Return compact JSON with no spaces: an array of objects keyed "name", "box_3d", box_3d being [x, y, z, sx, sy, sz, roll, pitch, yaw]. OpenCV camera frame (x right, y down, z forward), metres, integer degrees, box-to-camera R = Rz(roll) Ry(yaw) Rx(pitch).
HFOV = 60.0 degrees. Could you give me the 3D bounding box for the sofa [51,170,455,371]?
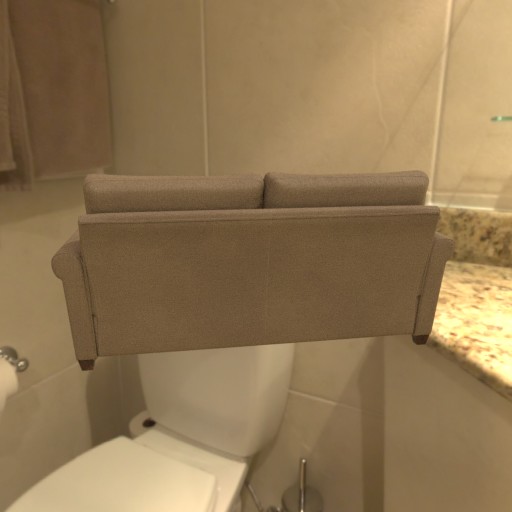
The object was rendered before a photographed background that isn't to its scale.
[{"name":"sofa","box_3d":[0.000,0.000,2.428,1.935,0.942,0.842,-2,15,-9]}]
